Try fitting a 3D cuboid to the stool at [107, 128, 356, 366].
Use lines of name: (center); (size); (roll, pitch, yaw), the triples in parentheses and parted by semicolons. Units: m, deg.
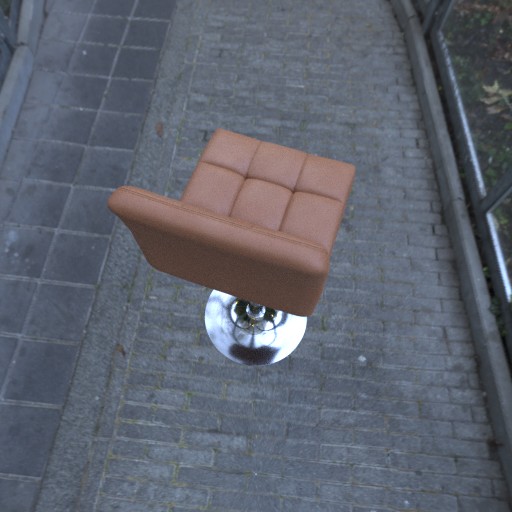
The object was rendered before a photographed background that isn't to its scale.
stool: (0.000, 0.000, 1.351); (0.430, 1.115, 0.505); (17, 65, 8)
